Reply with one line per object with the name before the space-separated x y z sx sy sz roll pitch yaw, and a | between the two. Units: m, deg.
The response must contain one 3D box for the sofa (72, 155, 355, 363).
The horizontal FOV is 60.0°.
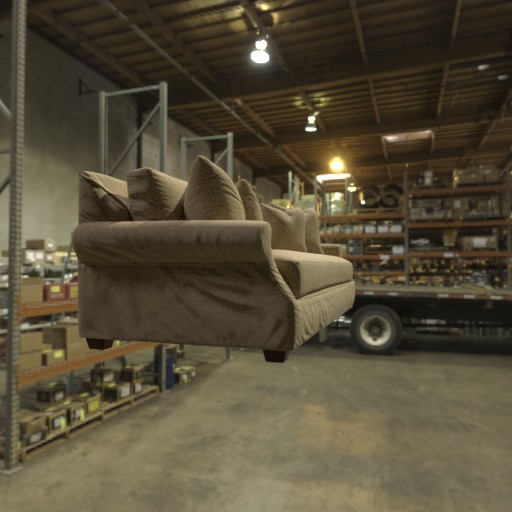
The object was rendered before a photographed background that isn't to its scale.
sofa | 0.000 0.000 2.909 1.067 0.904 2.285 0 -1 19
